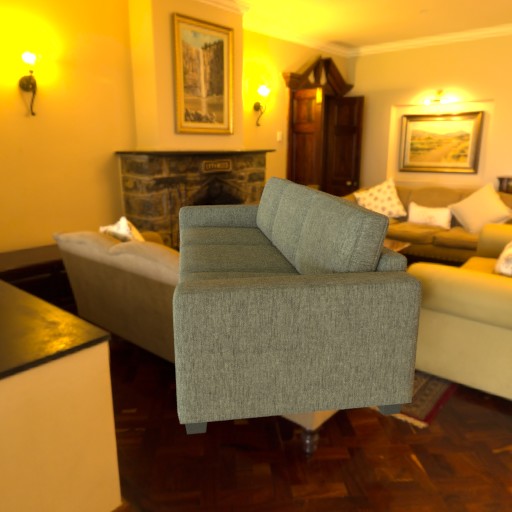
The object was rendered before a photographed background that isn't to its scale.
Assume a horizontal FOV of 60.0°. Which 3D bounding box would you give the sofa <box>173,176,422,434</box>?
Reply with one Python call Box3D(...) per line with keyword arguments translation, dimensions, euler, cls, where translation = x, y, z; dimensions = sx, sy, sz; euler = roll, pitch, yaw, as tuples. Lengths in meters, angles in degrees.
Box3D(translation=(0.000, 0.000, 2.581), dimensions=(0.900, 0.800, 2.160), euler=(-2, 14, -9), cls="sofa")
